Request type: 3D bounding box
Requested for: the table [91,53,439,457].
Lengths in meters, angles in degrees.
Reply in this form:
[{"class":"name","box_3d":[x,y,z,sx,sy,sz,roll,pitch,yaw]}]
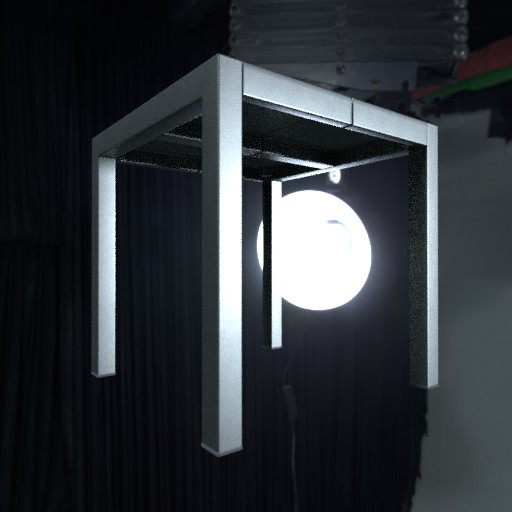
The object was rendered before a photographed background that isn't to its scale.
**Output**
[{"class":"table","box_3d":[0.000,0.000,0.910,0.508,0.508,0.508,0,0,-37]}]
